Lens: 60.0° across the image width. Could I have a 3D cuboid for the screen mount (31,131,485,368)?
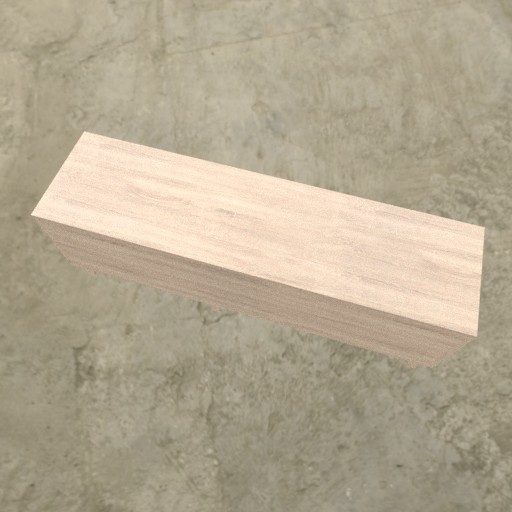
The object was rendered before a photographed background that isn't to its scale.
[{"bbox_3d":[0.000,0.000,1.739,1.500,0.510,0.400,15,63,8],"label":"screen mount"}]
